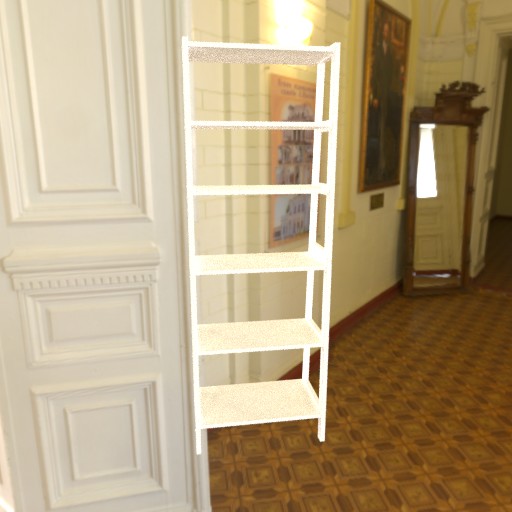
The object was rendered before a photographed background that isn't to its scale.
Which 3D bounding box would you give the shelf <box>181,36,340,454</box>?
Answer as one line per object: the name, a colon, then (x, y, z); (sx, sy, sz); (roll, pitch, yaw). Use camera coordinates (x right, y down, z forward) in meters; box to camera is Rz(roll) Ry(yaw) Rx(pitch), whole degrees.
shelf: (0.000, 0.000, 2.196); (0.660, 1.892, 0.381); (-2, 13, -9)
